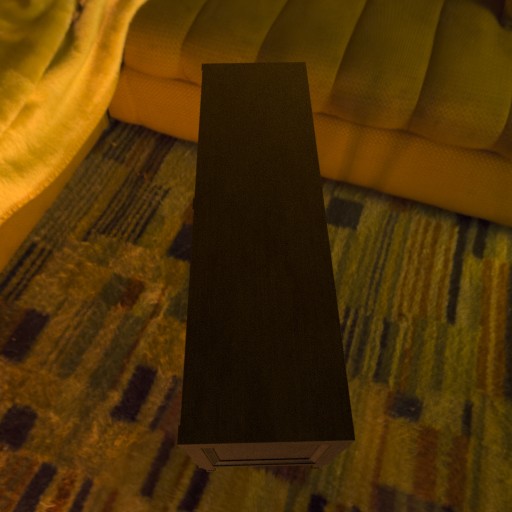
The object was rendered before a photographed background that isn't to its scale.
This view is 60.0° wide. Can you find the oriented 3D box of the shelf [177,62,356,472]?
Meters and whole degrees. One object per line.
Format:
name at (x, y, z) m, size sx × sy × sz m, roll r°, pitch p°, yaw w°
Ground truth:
shelf at (0.000, 0.000, 1.864) m, size 0.479 × 0.719 × 1.575 m, roll -1°, pitch 58°, yaw -1°
